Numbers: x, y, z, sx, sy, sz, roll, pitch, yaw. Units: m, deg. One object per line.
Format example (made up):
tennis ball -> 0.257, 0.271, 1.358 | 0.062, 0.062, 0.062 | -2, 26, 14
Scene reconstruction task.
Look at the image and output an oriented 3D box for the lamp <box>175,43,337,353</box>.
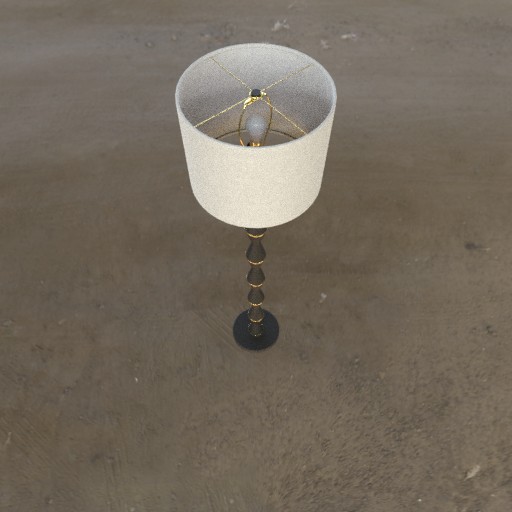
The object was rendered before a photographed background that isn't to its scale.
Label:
lamp -> 0.000, 0.000, 1.675 | 0.381, 1.480, 0.381 | -35, 64, -19
